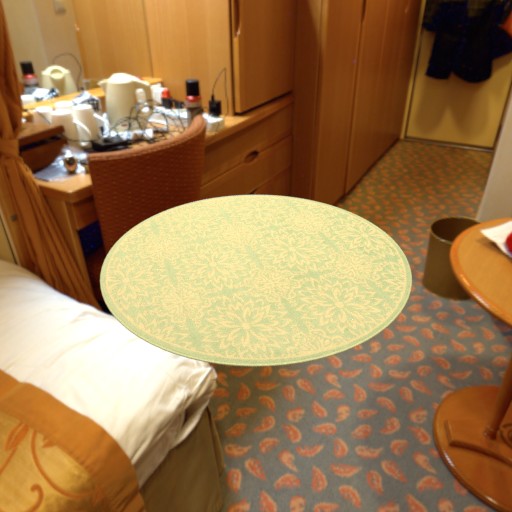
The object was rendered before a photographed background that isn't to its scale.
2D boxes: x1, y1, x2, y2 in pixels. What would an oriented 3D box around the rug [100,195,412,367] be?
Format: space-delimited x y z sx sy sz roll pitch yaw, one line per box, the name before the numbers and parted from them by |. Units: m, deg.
rug | 0.000 0.000 2.362 1.593 0.012 1.593 0 32 0
